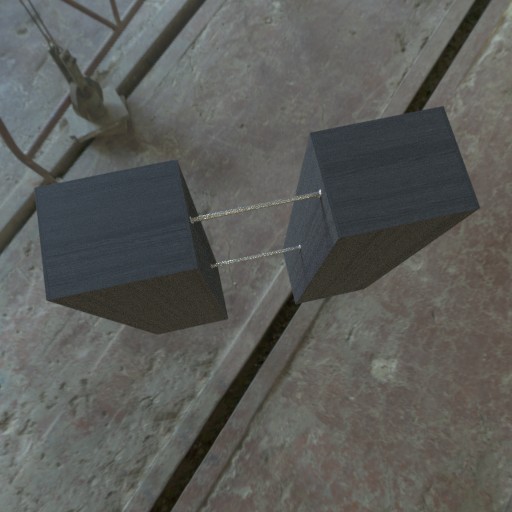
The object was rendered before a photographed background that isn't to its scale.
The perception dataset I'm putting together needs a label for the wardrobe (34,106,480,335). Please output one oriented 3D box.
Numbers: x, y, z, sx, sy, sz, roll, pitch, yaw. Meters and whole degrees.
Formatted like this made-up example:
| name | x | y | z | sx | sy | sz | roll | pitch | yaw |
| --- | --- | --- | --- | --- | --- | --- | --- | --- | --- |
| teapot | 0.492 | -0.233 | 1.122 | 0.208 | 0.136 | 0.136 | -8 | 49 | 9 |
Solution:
| name | x | y | z | sx | sy | sz | roll | pitch | yaw |
| --- | --- | --- | --- | --- | --- | --- | --- | --- | --- |
| wardrobe | 0.000 | 0.000 | 2.791 | 1.770 | 2.000 | 0.480 | -12 | 76 | -3 |
